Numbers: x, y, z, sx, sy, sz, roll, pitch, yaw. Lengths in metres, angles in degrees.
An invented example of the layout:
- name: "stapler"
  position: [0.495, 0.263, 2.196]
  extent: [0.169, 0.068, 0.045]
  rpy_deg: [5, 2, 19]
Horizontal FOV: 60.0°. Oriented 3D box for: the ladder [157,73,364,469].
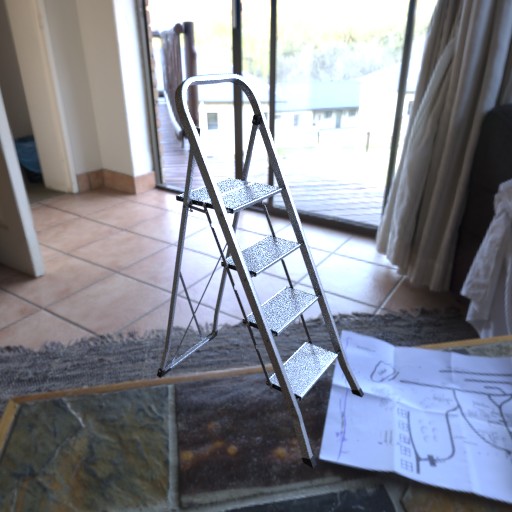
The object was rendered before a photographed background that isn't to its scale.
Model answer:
- name: "ladder"
  position: [0.000, 0.000, 1.709]
  extent: [0.830, 1.290, 0.465]
  rpy_deg: [16, 30, 31]
